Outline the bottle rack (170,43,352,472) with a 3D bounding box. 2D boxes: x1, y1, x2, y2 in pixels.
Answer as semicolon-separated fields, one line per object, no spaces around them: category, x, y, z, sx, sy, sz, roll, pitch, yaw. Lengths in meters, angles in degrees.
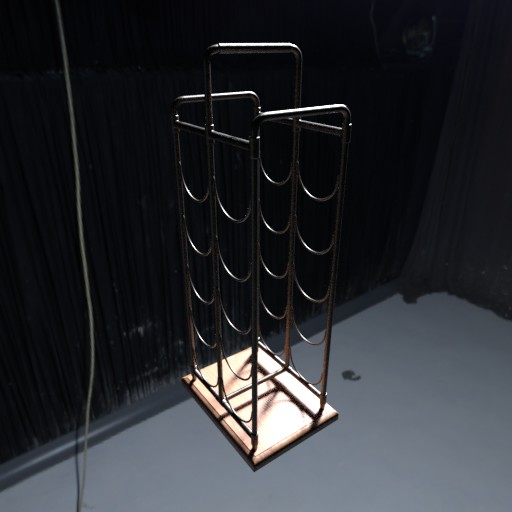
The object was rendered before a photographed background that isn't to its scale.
bottle rack;0.000;0.000;0.786;0.208;0.680;0.276;-17;31;-32
